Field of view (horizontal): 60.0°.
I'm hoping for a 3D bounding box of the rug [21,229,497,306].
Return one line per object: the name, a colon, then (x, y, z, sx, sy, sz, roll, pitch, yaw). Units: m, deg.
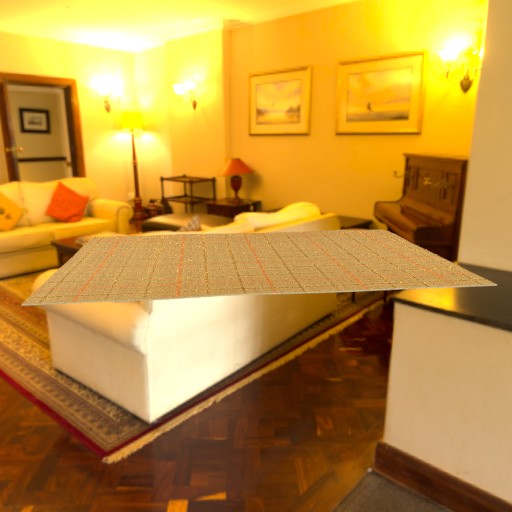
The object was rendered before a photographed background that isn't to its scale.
rug: (0.000, 0.000, 2.982, 2.439, 0.015, 1.524, -2, 15, -7)
